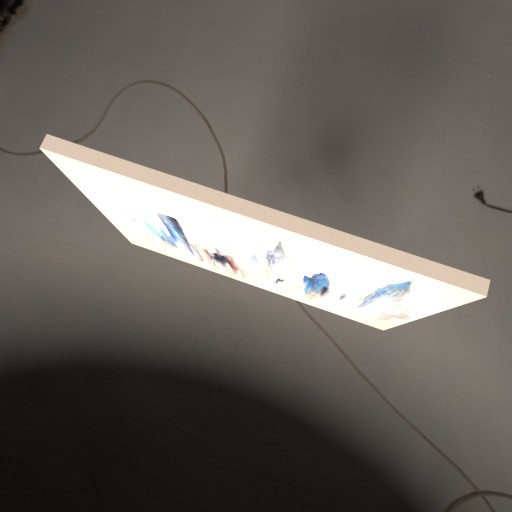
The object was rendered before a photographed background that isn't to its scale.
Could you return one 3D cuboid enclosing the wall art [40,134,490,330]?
[{"bbox_3d":[0.000,0.000,1.324,1.016,0.762,0.038,19,76,5],"label":"wall art"}]
